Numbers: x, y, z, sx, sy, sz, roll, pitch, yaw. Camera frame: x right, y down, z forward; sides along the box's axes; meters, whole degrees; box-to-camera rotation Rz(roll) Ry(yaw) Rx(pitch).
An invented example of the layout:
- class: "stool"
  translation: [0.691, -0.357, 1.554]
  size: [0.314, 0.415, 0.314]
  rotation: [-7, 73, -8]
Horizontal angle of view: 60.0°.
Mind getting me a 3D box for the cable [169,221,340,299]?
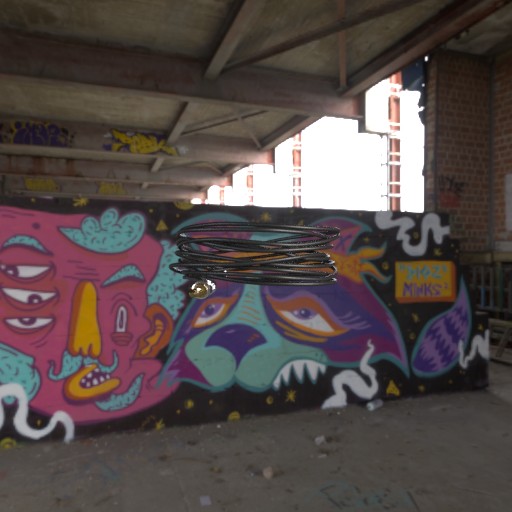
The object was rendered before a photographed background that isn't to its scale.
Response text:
- class: "cable"
  translation: [0.000, 0.000, 0.505]
  size: [0.198, 0.069, 0.432]
  rotation: [0, 0, 1]
